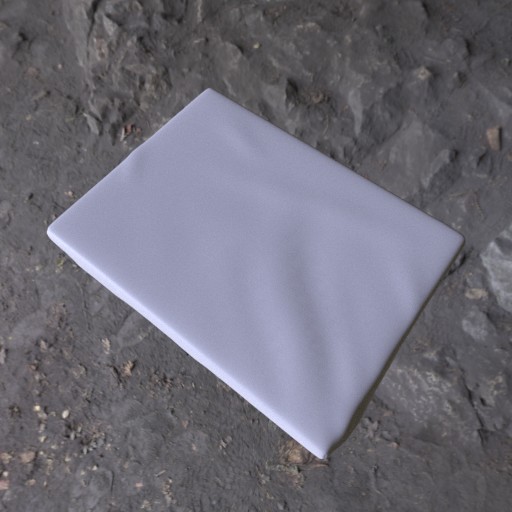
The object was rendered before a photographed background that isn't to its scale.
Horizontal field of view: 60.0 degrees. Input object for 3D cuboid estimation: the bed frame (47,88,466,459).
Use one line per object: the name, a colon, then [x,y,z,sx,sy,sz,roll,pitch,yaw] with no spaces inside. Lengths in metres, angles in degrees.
bed frame: [0.000,0.000,2.952,2.151,0.667,1.584,35,68,16]
